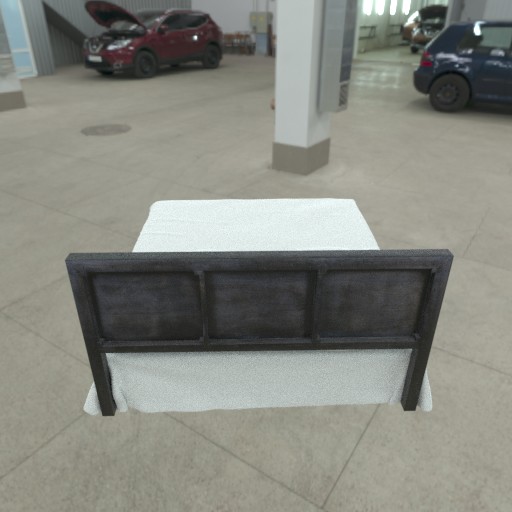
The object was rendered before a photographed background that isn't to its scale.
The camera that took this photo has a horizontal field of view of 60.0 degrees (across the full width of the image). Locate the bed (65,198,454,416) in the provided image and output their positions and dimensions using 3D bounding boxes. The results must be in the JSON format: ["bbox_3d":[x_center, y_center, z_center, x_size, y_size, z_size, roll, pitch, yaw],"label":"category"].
[{"bbox_3d":[0.000,0.000,3.496,2.255,1.158,2.165,-1,29,-1],"label":"bed"}]
